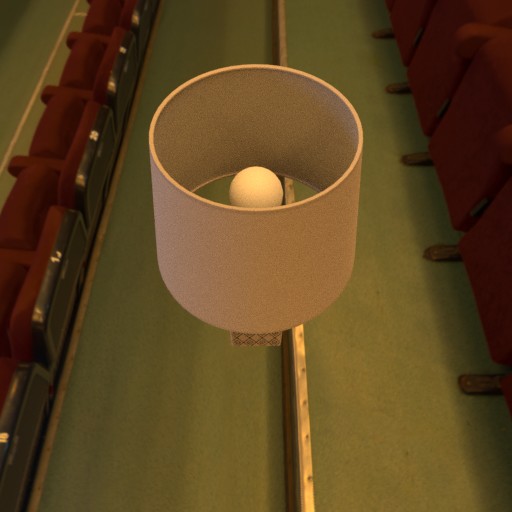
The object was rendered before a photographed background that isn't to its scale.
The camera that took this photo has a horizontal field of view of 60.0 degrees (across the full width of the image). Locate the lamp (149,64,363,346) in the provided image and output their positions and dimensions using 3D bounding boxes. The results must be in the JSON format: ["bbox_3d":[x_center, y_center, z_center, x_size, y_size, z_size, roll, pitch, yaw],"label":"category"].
[{"bbox_3d":[0.000,0.000,0.595,0.251,0.435,0.251,0,57,0],"label":"lamp"}]
